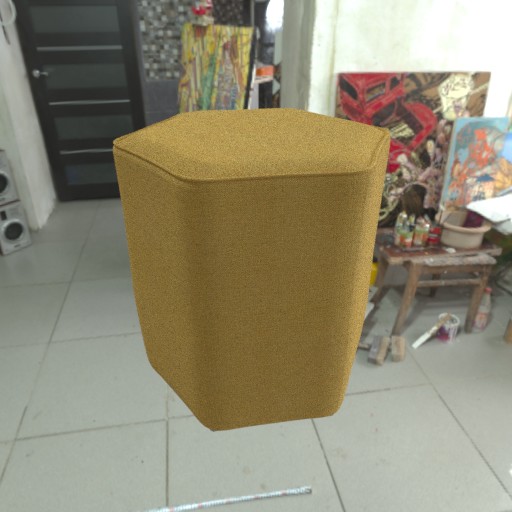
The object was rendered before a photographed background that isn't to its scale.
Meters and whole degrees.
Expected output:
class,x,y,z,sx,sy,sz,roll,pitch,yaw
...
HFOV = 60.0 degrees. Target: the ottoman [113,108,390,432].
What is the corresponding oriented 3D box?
class,x,y,z,sx,sy,sz,roll,pitch,yaw
ottoman,0.000,0.000,0.888,0.443,0.502,0.494,-22,36,-34
